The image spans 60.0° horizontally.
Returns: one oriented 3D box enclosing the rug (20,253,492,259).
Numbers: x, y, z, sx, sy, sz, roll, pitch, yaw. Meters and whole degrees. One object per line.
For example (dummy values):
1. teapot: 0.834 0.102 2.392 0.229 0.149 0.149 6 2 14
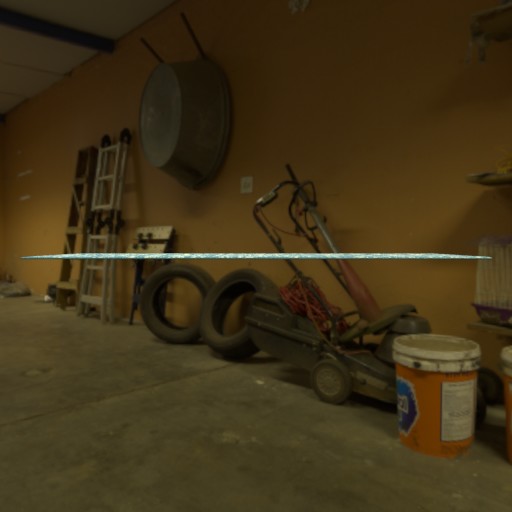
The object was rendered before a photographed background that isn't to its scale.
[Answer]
1. rug: 0.000 0.000 2.389 2.196 0.011 0.662 0 2 0
